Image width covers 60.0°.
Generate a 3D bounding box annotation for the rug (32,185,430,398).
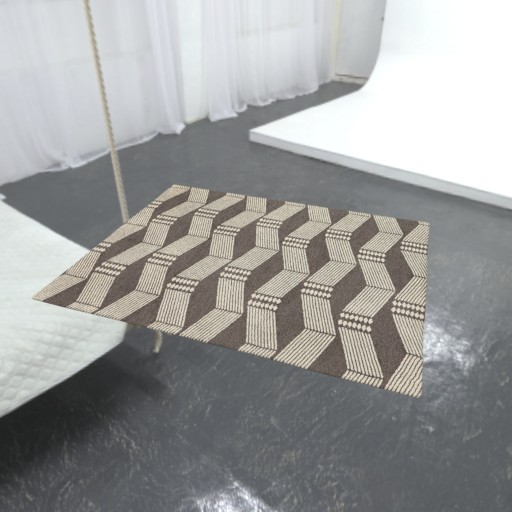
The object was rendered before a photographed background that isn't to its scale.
[{"bbox_3d":[0.000,0.000,4.158,3.048,0.016,2.438,11,34,16],"label":"rug"}]
